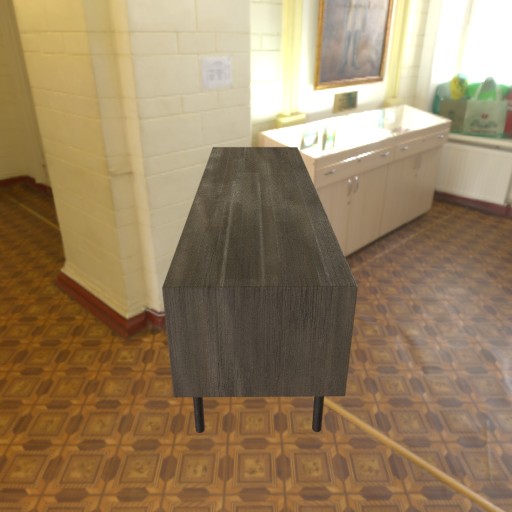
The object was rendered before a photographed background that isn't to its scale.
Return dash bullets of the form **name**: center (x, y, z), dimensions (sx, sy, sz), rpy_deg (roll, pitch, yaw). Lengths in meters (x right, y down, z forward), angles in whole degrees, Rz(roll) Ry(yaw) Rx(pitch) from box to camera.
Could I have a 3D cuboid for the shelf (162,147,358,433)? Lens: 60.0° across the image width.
- **shelf**: center (0.000, 0.000, 1.585), dimensions (0.400, 0.495, 1.300), rpy_deg (0, 26, 0)
